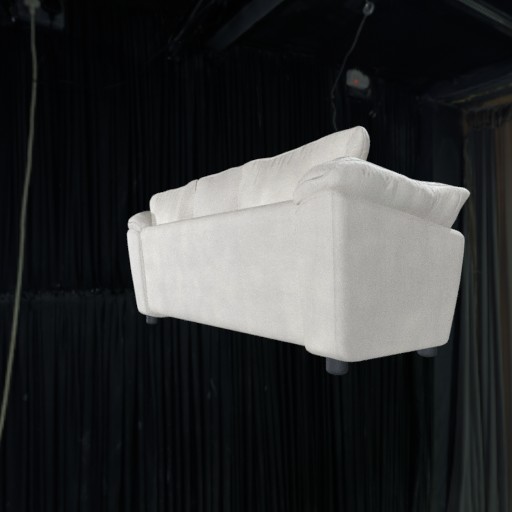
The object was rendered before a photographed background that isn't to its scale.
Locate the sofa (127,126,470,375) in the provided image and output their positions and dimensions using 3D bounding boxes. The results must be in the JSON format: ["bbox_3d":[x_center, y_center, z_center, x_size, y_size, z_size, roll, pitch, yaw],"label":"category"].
[{"bbox_3d":[0.000,0.000,2.756,0.878,0.996,2.334,1,-2,-35],"label":"sofa"}]
